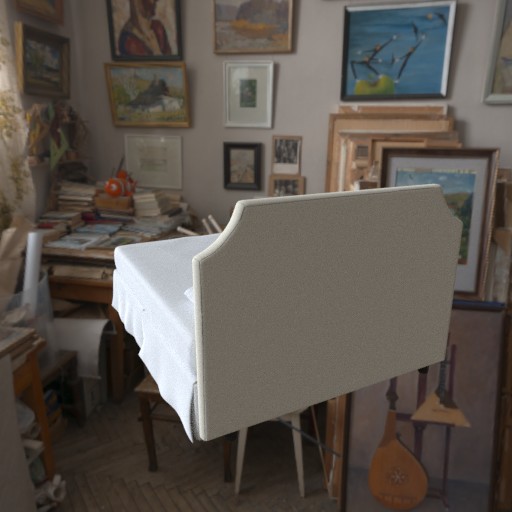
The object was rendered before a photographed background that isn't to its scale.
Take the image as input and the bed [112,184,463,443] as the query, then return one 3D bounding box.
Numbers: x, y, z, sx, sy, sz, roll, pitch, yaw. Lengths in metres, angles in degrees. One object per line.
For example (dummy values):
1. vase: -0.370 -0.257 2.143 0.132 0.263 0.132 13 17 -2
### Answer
1. bed: 0.000 0.000 4.259 2.350 1.590 2.773 -9 19 -26
